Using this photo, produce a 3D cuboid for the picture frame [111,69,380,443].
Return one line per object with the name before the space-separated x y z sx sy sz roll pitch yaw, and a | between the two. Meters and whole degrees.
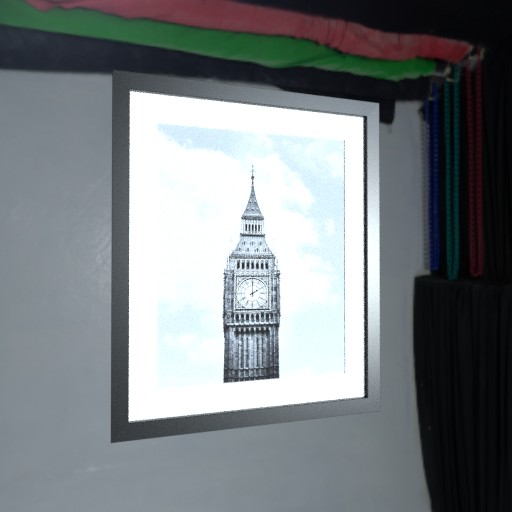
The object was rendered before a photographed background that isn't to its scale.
picture frame | 0.000 0.000 0.743 0.460 0.556 0.028 0 -1 -18
